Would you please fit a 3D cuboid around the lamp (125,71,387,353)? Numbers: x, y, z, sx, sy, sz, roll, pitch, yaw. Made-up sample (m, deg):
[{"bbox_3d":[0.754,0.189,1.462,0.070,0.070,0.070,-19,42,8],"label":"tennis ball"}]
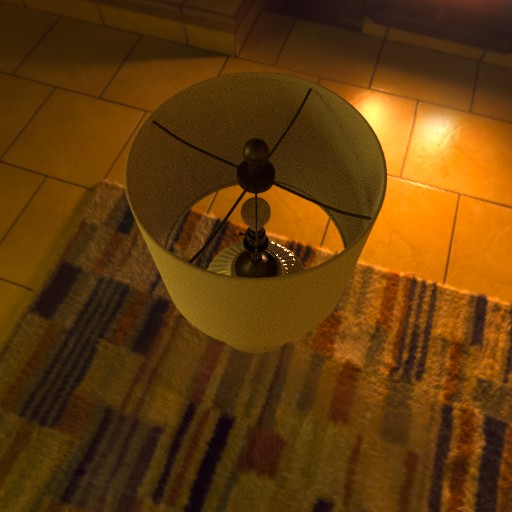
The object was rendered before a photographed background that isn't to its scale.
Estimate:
[{"bbox_3d":[0.000,0.000,0.761,0.318,0.567,0.318,0,63,0],"label":"lamp"}]
